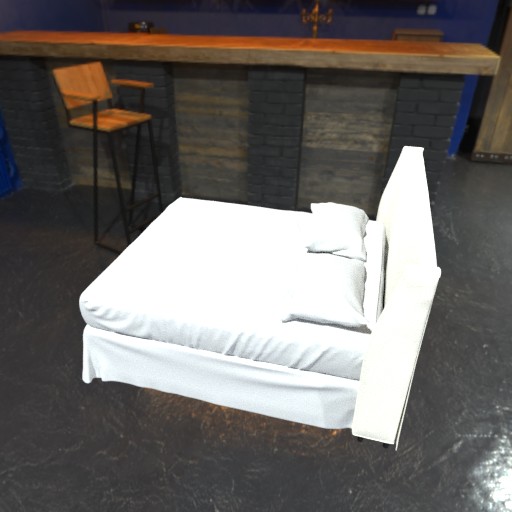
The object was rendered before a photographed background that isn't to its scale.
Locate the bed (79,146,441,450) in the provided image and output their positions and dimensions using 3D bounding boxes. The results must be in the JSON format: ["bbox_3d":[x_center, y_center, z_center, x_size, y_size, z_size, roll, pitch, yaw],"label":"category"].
[{"bbox_3d":[0.000,0.000,3.366,2.276,1.332,1.925,8,33,13],"label":"bed"}]
